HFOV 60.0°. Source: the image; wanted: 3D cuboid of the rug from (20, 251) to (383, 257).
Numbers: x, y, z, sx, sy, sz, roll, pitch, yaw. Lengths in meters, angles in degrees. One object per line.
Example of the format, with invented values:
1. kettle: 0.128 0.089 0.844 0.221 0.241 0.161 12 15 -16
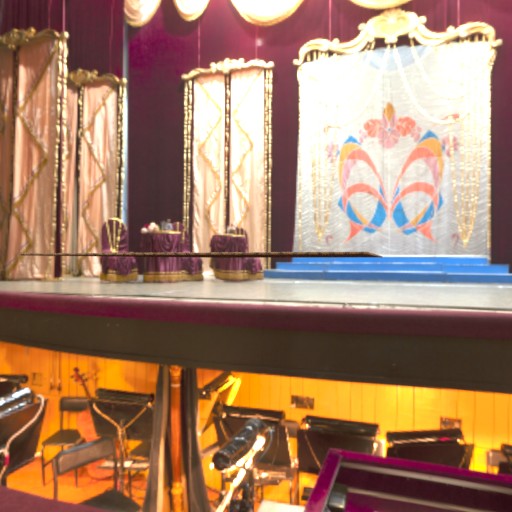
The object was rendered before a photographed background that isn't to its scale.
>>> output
1. rug: 0.000 0.000 2.293 1.220 0.008 1.824 0 0 17
